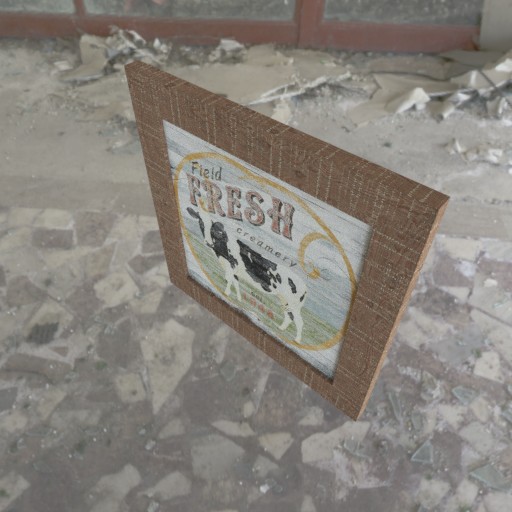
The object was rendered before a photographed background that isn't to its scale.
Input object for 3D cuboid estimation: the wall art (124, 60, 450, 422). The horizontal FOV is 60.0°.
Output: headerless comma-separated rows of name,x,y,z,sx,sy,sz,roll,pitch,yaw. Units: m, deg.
wall art,0.000,0.000,0.781,0.531,0.531,0.029,32,54,27
